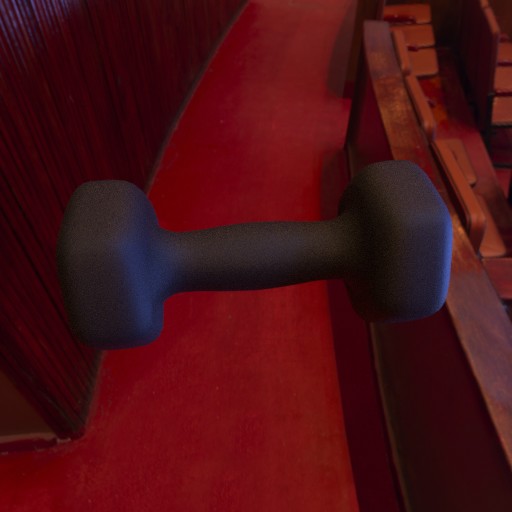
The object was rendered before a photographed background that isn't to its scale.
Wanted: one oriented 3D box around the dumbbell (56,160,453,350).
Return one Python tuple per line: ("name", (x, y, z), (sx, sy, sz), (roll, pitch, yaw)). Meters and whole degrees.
("dumbbell", (0.000, 0.000, 0.287), (0.231, 0.101, 0.112), (-4, 47, -4))
